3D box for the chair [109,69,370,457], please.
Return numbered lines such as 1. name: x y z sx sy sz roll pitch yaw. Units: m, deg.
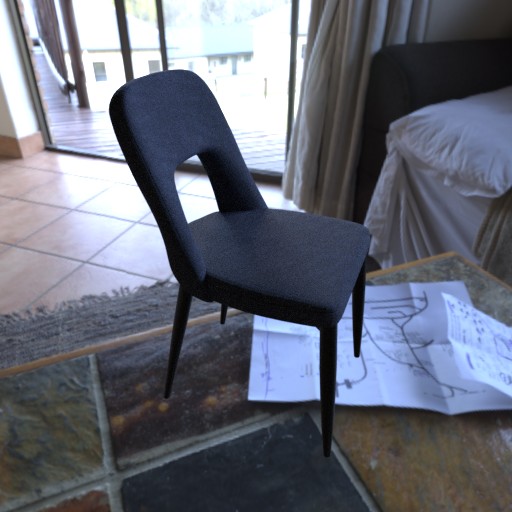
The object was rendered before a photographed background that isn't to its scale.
1. chair: 0.000 0.000 1.248 0.612 0.931 0.470 12 33 19
